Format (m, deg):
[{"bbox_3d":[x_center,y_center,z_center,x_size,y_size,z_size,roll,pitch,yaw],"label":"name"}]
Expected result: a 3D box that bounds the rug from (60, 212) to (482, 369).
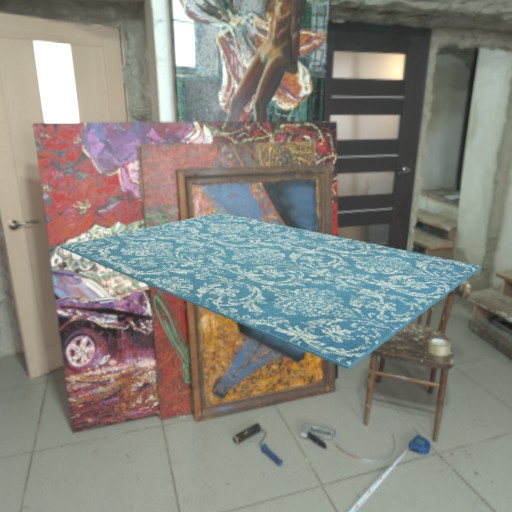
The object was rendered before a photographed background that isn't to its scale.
[{"bbox_3d":[0.000,0.000,3.430,2.746,0.018,1.816,15,23,40],"label":"rug"}]
